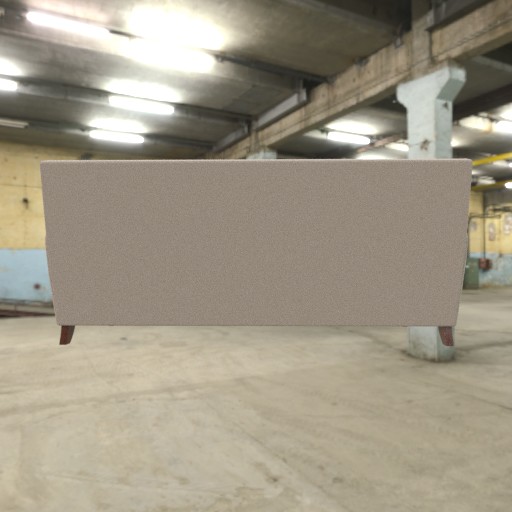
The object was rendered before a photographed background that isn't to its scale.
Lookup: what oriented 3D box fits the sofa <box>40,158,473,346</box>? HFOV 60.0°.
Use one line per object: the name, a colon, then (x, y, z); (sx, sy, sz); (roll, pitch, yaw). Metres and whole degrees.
sofa: (0.000, 0.000, 2.366); (2.000, 0.846, 0.875); (0, -1, 1)
